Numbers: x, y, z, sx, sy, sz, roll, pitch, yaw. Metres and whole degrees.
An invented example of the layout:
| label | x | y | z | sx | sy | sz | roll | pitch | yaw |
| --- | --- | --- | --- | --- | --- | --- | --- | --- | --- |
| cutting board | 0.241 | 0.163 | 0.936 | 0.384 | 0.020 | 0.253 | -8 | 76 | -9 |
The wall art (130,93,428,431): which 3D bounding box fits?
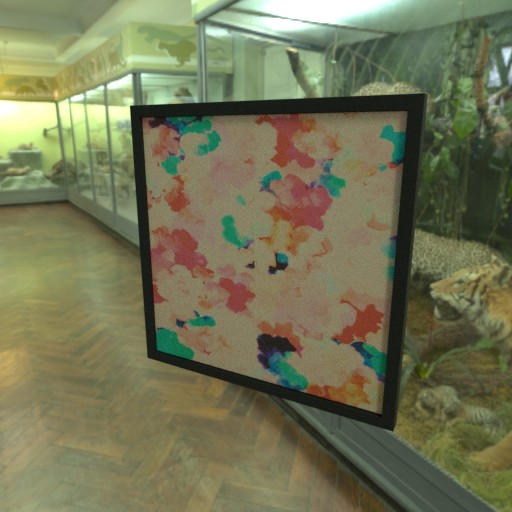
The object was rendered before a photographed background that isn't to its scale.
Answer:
| label | x | y | z | sx | sy | sz | roll | pitch | yaw |
| --- | --- | --- | --- | --- | --- | --- | --- | --- | --- |
| wall art | 0.000 | 0.000 | 0.460 | 0.306 | 0.304 | 0.015 | 8 | 17 | 27 |
